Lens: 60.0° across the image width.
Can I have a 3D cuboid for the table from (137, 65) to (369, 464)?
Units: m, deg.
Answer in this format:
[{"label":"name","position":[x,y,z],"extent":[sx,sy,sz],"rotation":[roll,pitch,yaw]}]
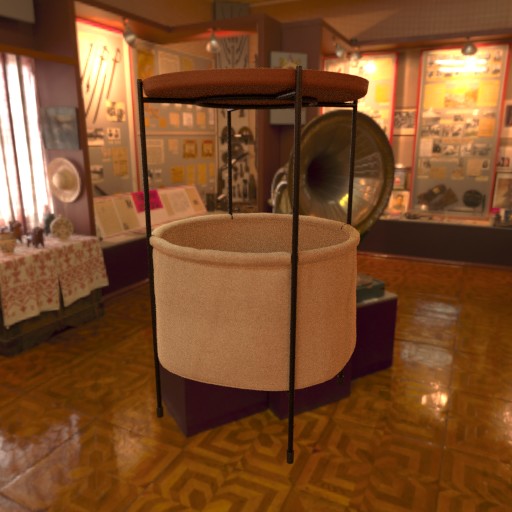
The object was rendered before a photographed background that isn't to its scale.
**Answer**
[{"label":"table","position":[0.000,0.000,0.854],"extent":[0.393,0.623,0.393],"rotation":[8,16,27]}]
